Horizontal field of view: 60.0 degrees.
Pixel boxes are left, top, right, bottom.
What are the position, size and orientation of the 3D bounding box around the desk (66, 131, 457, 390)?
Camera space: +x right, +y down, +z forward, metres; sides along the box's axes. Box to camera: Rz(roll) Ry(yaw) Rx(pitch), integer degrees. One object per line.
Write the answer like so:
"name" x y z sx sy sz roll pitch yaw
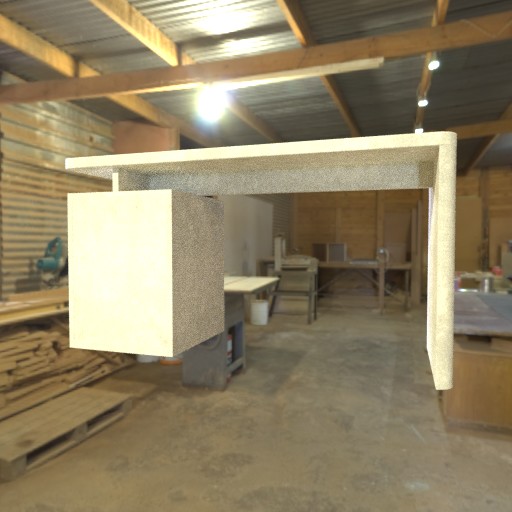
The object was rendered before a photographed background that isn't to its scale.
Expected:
"desk" 0.000 0.000 1.758 1.400 0.755 0.550 1 2 18
